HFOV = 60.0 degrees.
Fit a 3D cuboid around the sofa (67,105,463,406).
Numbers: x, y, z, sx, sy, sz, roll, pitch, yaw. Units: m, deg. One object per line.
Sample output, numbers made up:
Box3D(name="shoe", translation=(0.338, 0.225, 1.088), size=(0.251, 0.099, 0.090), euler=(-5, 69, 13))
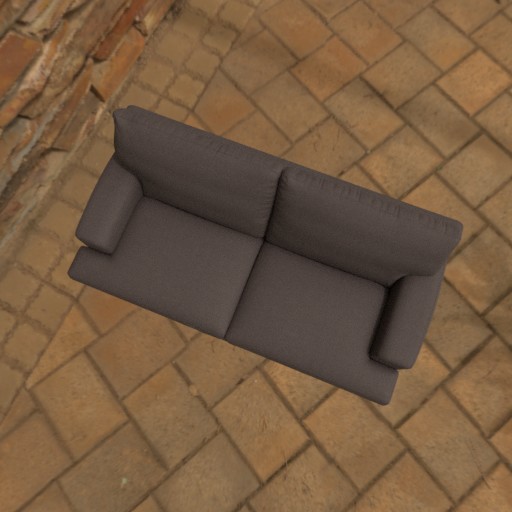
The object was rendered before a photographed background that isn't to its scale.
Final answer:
Box3D(name="sofa", translation=(0.000, 0.000, 2.853), size=(2.271, 0.950, 1.140), euler=(21, 75, 6))
